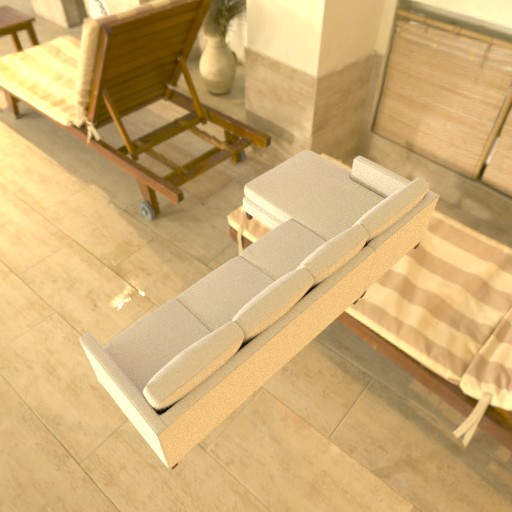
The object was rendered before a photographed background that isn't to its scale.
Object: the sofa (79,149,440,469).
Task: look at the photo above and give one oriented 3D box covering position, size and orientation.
[{"bbox_3d":[0.000,0.000,3.905,3.186,0.846,1.625,-35,56,-28],"label":"sofa"}]
